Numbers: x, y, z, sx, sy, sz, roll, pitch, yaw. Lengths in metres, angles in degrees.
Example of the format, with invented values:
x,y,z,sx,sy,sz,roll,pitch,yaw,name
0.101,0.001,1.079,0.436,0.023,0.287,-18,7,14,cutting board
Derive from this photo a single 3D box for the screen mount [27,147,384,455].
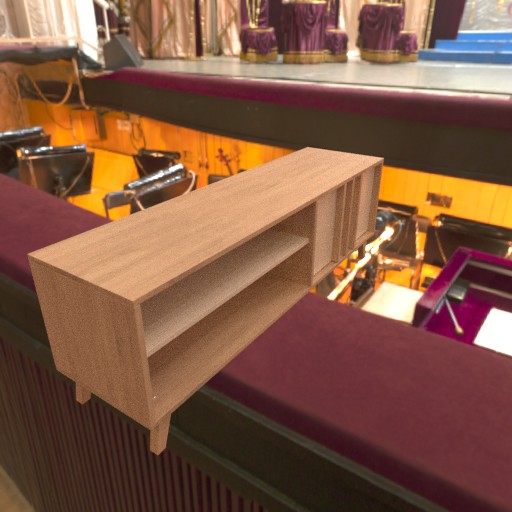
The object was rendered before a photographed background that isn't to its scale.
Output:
x,y,z,sx,sy,sz,roll,pitch,yaw,name
0.000,0.000,1.708,0.400,0.510,1.500,17,31,31,screen mount
